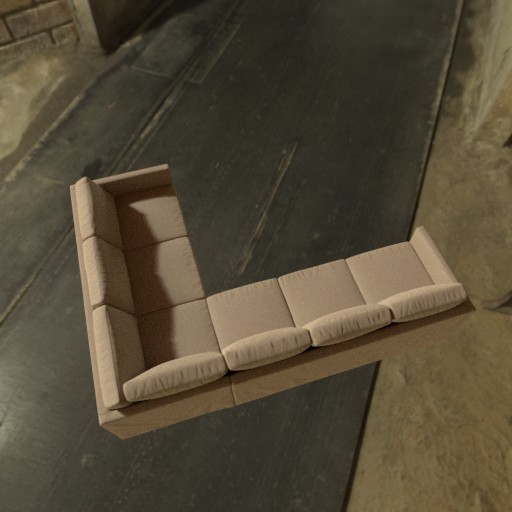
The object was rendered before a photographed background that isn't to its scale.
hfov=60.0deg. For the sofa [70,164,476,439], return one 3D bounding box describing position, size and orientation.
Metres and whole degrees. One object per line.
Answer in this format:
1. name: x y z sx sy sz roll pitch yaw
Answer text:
1. sofa: 0.000 0.000 4.316 3.182 0.871 2.432 -15 60 -9
